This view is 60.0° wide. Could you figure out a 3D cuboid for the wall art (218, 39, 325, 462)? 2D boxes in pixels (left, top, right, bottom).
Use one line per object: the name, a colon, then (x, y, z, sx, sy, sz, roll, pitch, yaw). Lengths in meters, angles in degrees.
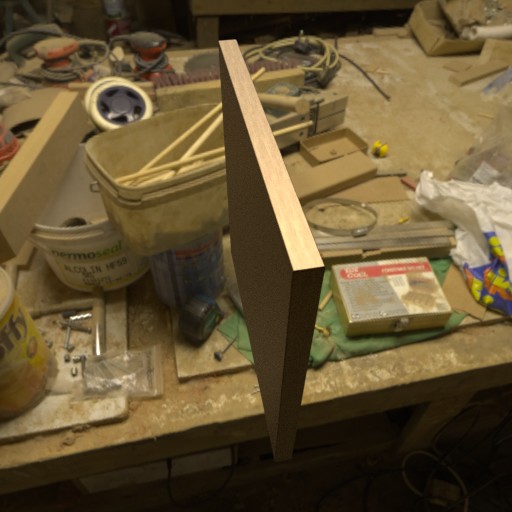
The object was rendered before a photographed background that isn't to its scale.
wall art: (0.000, 0.000, 0.745, 0.030, 0.506, 0.503, -8, 48, -7)
